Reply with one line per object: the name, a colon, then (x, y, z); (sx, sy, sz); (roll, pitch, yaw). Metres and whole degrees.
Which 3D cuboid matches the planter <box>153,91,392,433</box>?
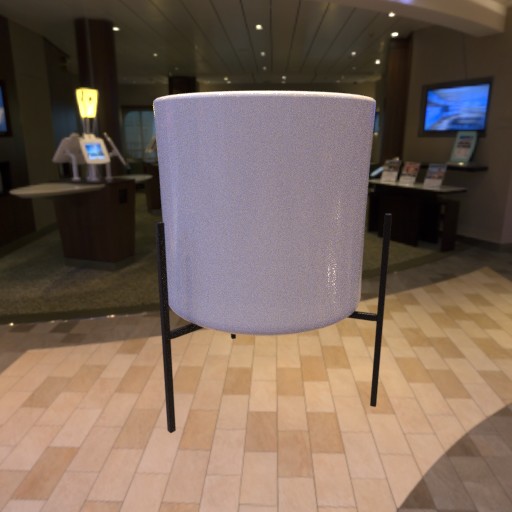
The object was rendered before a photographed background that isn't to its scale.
planter: (0.000, 0.000, 0.722); (0.361, 0.480, 0.360); (-14, 21, -42)
